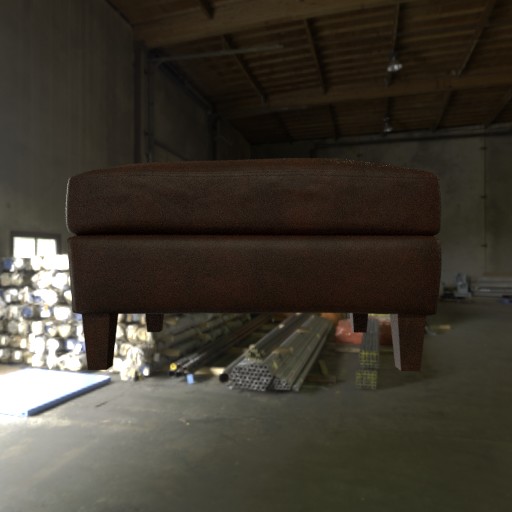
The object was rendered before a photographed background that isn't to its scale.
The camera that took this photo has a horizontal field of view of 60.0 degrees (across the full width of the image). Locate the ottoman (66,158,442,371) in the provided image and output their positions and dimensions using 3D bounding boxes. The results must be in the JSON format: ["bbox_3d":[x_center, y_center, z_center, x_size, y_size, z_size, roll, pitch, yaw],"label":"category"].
[{"bbox_3d":[0.000,0.000,1.299,0.887,0.527,0.659,0,0,1],"label":"ottoman"}]
